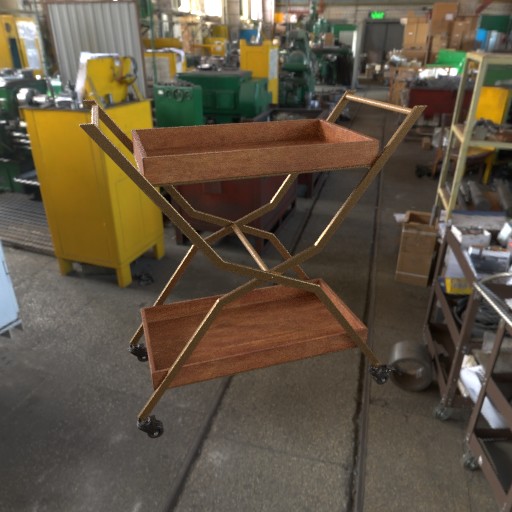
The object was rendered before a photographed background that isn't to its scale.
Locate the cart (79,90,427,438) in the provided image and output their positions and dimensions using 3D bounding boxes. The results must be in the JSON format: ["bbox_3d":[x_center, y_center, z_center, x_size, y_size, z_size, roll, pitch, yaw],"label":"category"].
[{"bbox_3d":[0.000,0.000,1.319,0.836,0.869,0.405,-8,28,-16],"label":"cart"}]
